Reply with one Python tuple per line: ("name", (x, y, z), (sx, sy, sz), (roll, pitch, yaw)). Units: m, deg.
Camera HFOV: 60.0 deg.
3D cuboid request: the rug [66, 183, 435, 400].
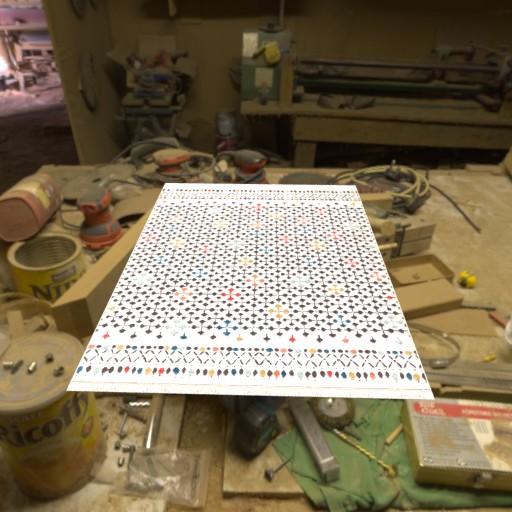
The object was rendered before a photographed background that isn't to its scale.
("rug", (0.000, 0.000, 4.157), (2.354, 0.007, 3.196), (1, 34, 1))
